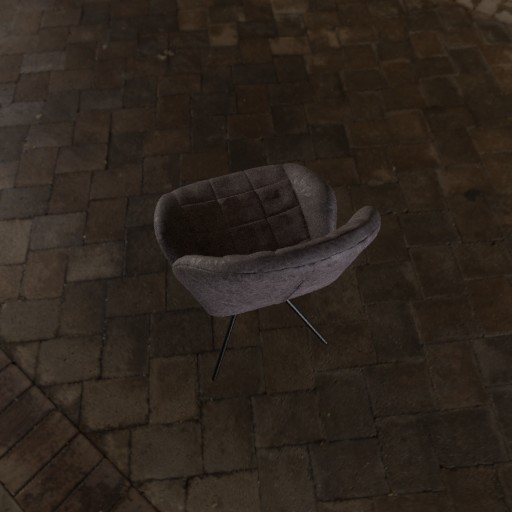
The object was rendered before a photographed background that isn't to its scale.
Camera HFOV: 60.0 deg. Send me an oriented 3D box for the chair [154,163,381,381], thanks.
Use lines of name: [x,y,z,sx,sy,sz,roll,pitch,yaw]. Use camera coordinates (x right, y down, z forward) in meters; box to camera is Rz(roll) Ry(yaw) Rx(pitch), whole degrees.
chair: [0.000,0.000,1.320,0.527,0.934,0.640,-16,59,-10]
